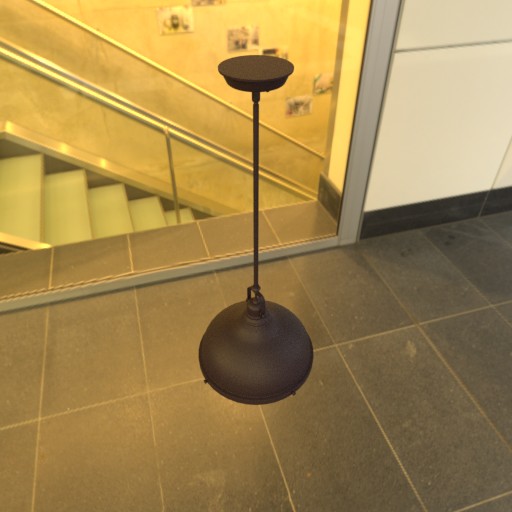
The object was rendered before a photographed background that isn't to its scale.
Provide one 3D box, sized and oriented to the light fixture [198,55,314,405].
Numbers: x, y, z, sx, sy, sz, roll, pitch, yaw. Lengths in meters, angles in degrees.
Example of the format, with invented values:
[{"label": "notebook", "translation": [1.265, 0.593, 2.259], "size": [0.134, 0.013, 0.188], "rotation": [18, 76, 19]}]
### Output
[{"label": "light fixture", "translation": [0.000, 0.000, 1.031], "size": [0.341, 0.849, 0.341], "rotation": [-25, 47, -27]}]
